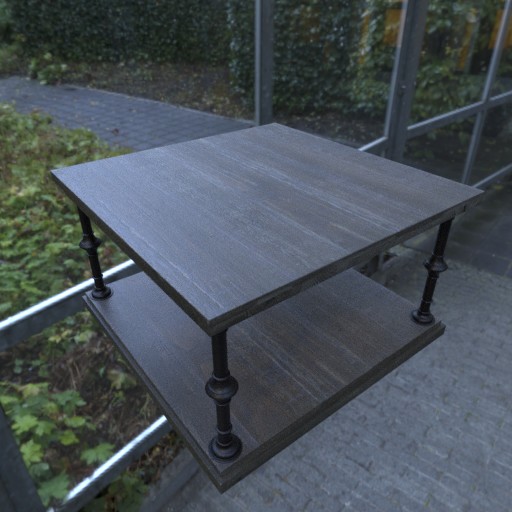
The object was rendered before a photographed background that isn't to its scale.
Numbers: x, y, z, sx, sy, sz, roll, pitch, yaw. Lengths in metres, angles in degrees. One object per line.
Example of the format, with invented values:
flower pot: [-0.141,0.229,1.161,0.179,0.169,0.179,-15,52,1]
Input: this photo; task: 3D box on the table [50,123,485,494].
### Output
table: [0.000,0.000,1.101,0.696,0.400,0.696,-22,38,-31]
